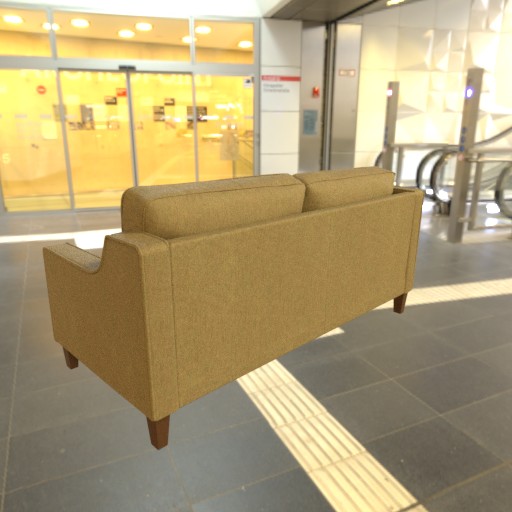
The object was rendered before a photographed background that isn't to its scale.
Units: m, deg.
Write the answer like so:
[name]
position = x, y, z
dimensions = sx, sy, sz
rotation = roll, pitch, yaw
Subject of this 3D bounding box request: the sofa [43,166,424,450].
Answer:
[sofa]
position = 0.000, 0.000, 2.755
dimensions = 2.181, 1.074, 1.073
rotation = -15, 22, -42
